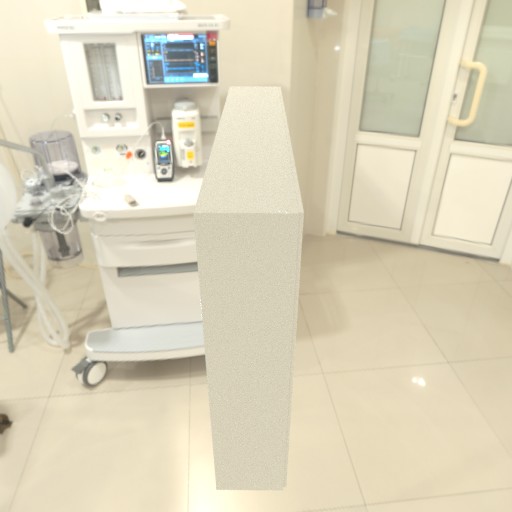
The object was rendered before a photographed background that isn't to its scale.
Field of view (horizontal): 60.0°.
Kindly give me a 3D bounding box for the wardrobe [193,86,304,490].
[{"bbox_3d":[0.000,0.000,4.044,0.580,2.360,3.000,0,32,0],"label":"wardrobe"}]
